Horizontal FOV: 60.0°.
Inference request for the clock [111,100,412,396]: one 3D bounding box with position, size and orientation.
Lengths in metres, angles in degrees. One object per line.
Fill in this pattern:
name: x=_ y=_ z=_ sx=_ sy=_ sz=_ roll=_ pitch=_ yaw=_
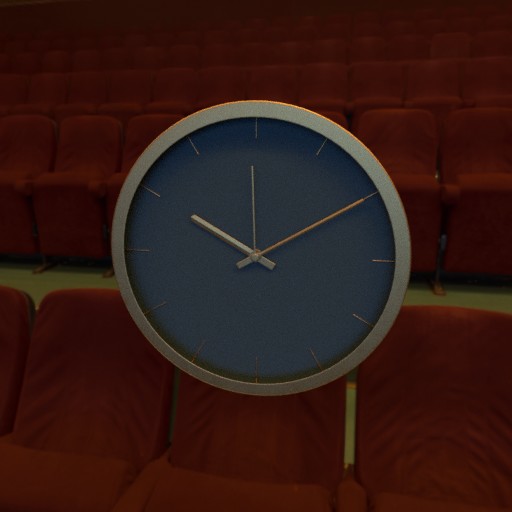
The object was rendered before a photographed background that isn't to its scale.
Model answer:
clock: x=0.000 y=0.000 z=0.476 sx=0.314 sy=0.314 sz=0.040 roll=3 pitch=15 yaw=10
